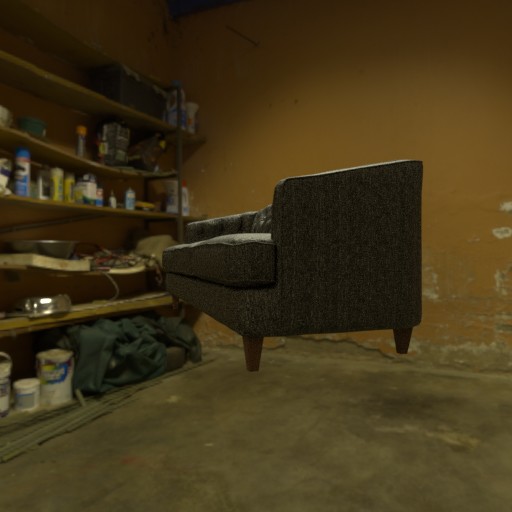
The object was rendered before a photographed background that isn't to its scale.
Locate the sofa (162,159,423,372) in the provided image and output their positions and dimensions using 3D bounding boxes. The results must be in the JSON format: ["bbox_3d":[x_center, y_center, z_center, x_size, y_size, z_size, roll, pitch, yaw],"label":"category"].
[{"bbox_3d":[0.000,0.000,2.741,0.941,0.855,2.278,0,0,-18],"label":"sofa"}]
